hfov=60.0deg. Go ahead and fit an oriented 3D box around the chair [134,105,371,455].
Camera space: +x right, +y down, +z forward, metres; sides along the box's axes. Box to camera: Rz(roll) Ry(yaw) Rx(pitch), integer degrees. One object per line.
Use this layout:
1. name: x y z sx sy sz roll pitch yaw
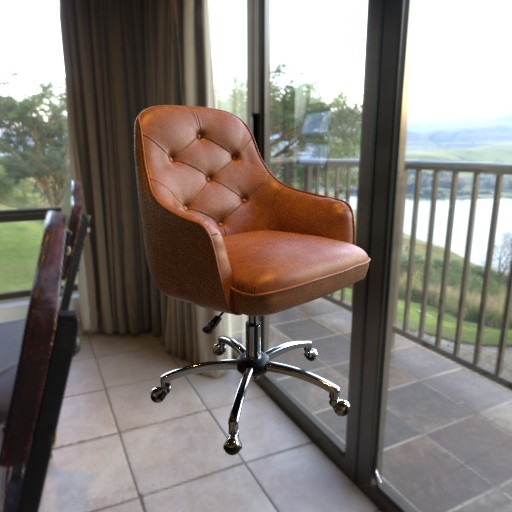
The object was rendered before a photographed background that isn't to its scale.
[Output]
1. chair: 0.000 0.000 1.361 0.615 0.909 0.628 13 19 43
